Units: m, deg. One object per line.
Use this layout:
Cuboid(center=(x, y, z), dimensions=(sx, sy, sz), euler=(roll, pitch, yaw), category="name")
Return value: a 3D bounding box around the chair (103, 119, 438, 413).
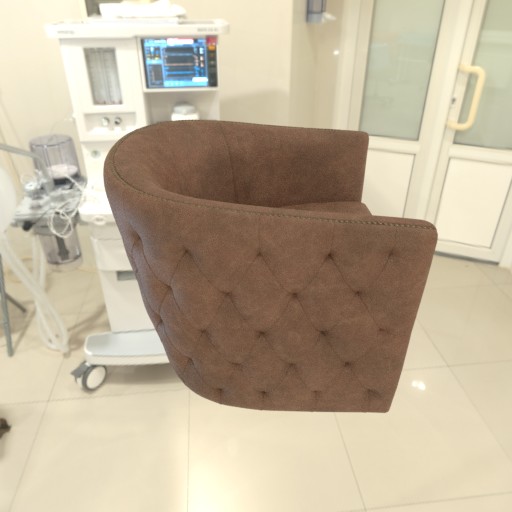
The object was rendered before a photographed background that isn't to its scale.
Cuboid(center=(0.000, 0.000, 1.529), dimensions=(0.870, 0.790, 0.850), euler=(0, 31, 0), category="chair")
